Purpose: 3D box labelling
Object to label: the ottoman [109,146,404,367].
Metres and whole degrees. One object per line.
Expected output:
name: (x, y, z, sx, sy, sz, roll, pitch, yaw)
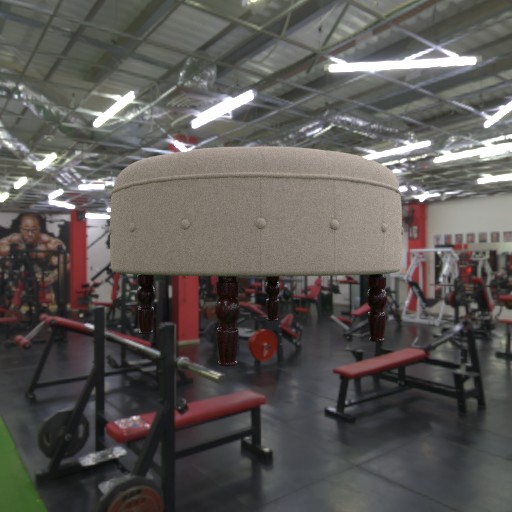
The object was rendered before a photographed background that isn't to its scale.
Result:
ottoman: (0.000, 0.000, 1.356, 0.848, 0.494, 0.848, 0, 0, 0)
